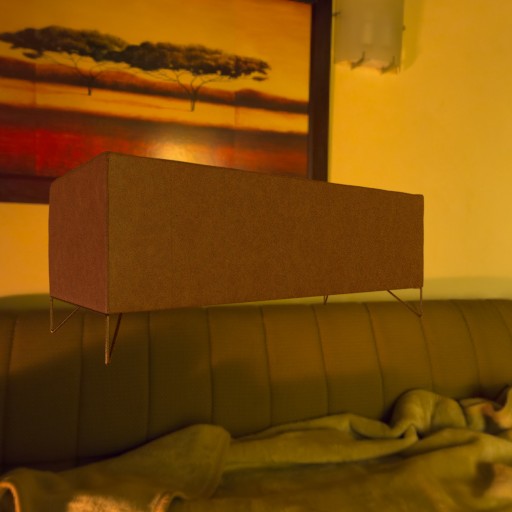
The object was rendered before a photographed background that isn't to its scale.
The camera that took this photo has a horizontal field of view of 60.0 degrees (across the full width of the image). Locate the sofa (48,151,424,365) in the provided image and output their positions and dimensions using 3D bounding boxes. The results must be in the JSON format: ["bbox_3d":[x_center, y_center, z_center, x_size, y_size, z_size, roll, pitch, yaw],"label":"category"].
[{"bbox_3d":[0.000,0.000,2.590,2.079,0.798,0.912,0,1,-37],"label":"sofa"}]
